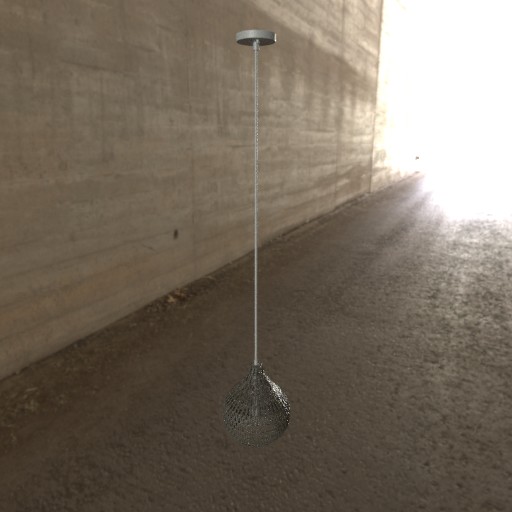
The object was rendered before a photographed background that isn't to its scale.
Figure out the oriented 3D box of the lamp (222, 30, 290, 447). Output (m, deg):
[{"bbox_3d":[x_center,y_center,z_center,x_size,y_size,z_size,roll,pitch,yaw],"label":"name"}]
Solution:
[{"bbox_3d":[0.000,0.000,2.099,0.355,1.919,0.355,-2,15,-9],"label":"lamp"}]
